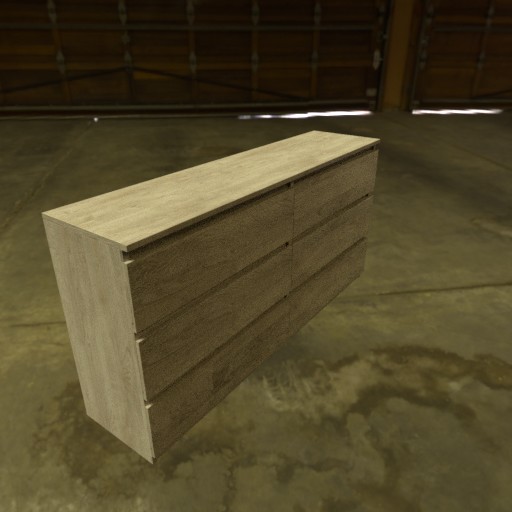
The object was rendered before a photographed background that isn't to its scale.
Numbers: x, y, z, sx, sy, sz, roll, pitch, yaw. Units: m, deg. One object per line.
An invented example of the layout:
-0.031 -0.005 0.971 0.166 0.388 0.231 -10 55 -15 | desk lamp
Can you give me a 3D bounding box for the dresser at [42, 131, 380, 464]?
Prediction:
0.000 0.000 1.934 0.390 0.795 1.590 18 31 32 | dresser
